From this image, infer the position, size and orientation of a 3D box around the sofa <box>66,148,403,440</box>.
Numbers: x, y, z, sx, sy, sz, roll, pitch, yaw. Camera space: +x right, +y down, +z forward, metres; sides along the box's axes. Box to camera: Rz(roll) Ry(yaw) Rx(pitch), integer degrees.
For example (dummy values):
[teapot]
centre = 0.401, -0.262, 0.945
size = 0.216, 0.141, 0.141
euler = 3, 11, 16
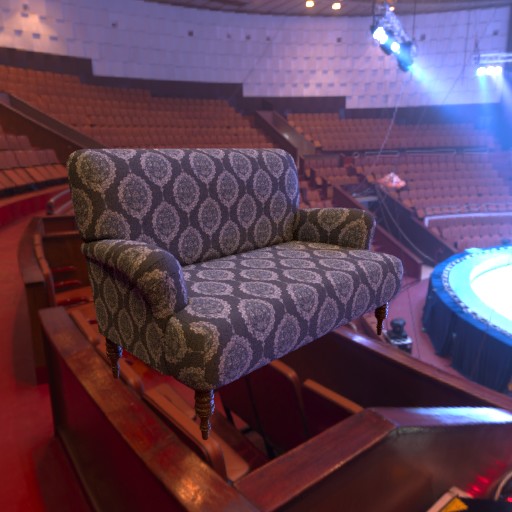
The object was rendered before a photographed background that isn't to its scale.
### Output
[sofa]
centre = 0.000, 0.000, 1.844
size = 0.779, 0.867, 1.297
euler = 13, 19, 42
